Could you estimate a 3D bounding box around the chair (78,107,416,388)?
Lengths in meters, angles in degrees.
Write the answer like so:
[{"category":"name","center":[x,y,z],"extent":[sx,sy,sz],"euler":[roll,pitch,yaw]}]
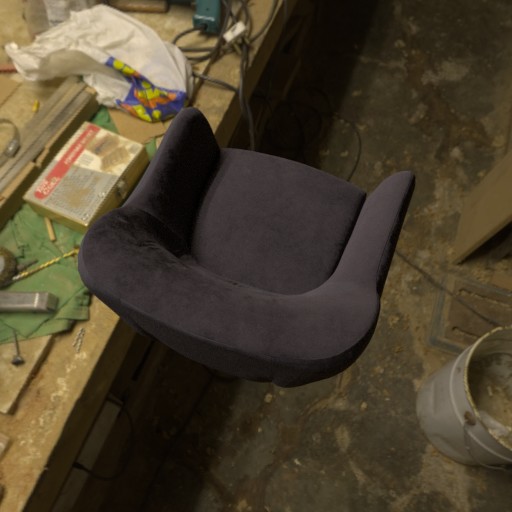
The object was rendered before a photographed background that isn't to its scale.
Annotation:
[{"category":"chair","center":[0.000,0.000,1.509],"extent":[0.840,0.807,0.819],"euler":[19,66,9]}]
